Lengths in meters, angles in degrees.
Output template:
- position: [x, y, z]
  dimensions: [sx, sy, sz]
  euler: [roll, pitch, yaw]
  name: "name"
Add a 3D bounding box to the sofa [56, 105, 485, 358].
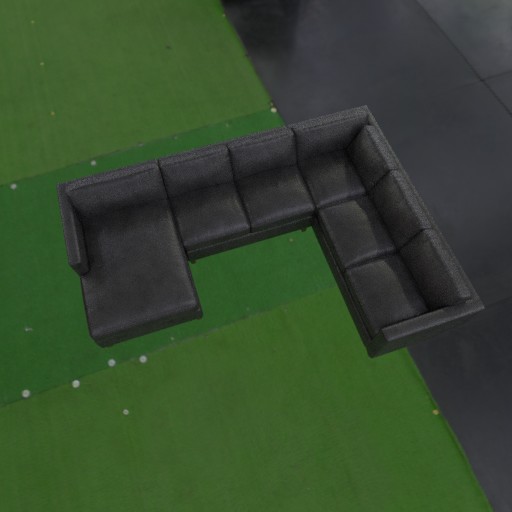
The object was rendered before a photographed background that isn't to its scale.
- position: [0.000, 0.000, 4.312]
  dimensions: [3.324, 0.891, 2.452]
  euler: [-16, 65, -8]
  name: "sofa"
